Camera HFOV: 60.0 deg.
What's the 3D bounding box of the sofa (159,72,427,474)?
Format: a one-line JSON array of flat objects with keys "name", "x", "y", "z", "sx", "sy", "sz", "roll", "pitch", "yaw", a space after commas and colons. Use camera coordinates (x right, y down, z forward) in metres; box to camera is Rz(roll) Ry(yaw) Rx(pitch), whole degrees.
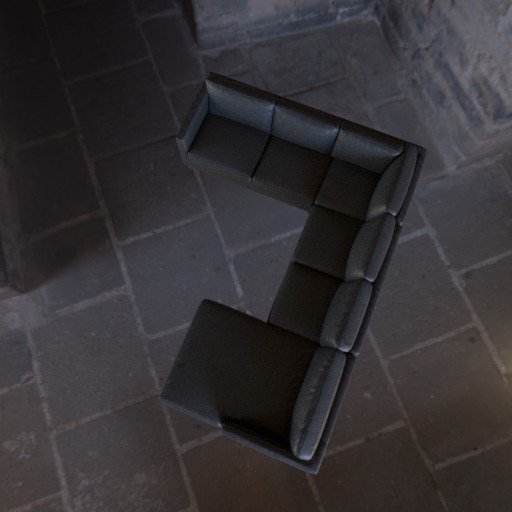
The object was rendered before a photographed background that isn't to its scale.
[{"name": "sofa", "x": 0.000, "y": 0.000, "z": 4.674, "sx": 2.593, "sy": 0.923, "sz": 3.460, "roll": 22, "pitch": 76, "yaw": 6}]
